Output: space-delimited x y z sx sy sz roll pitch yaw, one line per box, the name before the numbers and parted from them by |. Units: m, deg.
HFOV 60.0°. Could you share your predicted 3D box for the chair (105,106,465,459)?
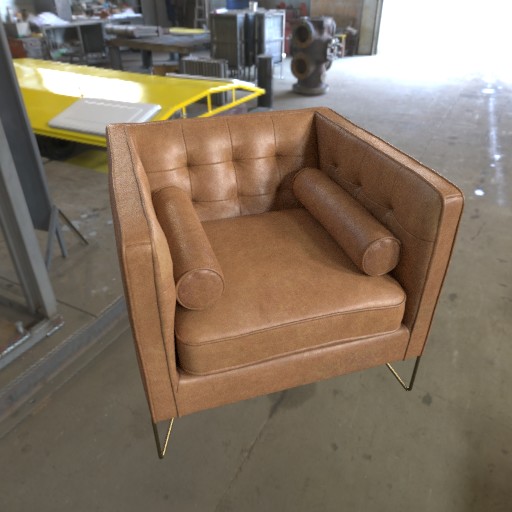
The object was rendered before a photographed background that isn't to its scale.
chair | 0.000 0.000 1.604 0.920 0.797 0.912 -10 34 -15
